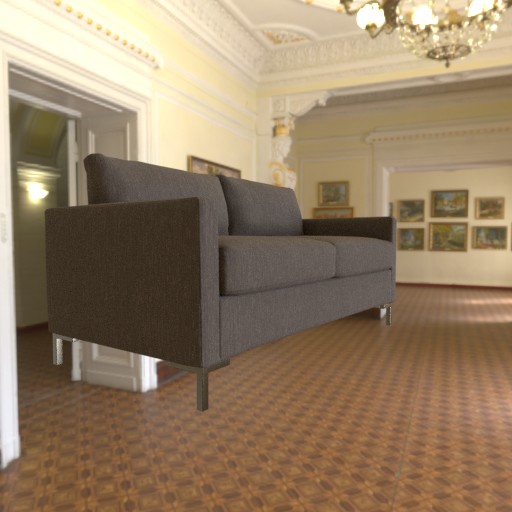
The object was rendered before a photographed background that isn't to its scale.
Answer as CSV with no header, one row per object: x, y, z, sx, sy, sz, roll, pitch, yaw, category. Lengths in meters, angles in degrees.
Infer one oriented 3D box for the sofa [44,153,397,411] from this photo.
0.000,0.000,2.161,0.875,0.840,1.682,2,3,36,sofa
